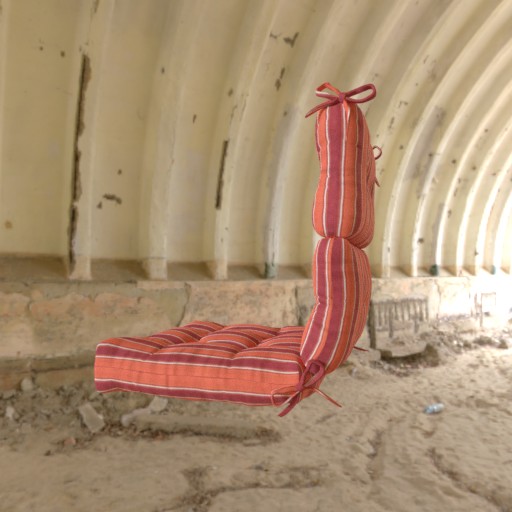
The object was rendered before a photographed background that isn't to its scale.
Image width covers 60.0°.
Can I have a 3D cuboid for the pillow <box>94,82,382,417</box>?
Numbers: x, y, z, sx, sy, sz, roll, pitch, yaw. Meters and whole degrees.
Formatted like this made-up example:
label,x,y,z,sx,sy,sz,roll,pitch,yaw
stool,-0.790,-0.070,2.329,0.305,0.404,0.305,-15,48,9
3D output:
label,x,y,z,sx,sy,sz,roll,pitch,yaw
pillow,0.000,0.000,1.042,0.571,0.605,0.519,-1,-2,18
